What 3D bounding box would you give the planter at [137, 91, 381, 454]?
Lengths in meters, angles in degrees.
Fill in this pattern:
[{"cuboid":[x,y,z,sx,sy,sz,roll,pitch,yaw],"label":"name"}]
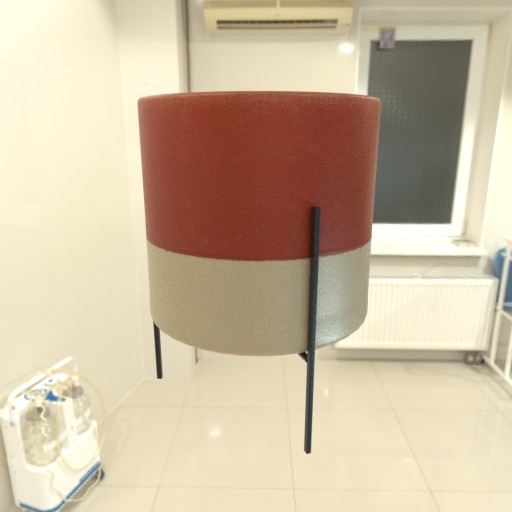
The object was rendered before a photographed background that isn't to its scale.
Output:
[{"cuboid":[0.000,0.000,0.703,0.354,0.465,0.345,2,16,8],"label":"planter"}]
